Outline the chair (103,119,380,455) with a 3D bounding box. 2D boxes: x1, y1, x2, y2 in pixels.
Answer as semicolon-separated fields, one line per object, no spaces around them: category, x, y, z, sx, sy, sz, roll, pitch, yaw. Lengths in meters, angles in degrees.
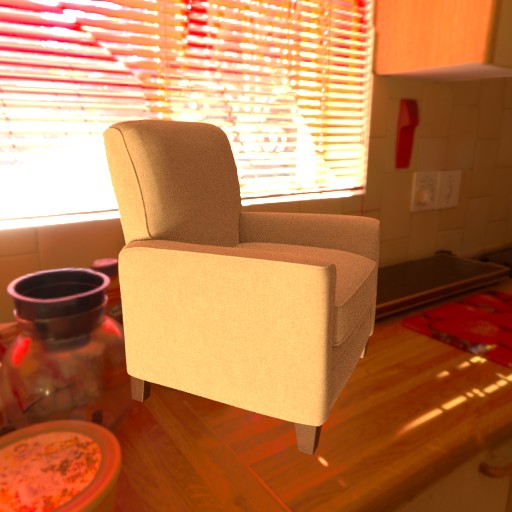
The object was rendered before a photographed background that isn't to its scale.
chair;0.000;0.000;1.732;0.859;1.023;0.845;7;16;25
